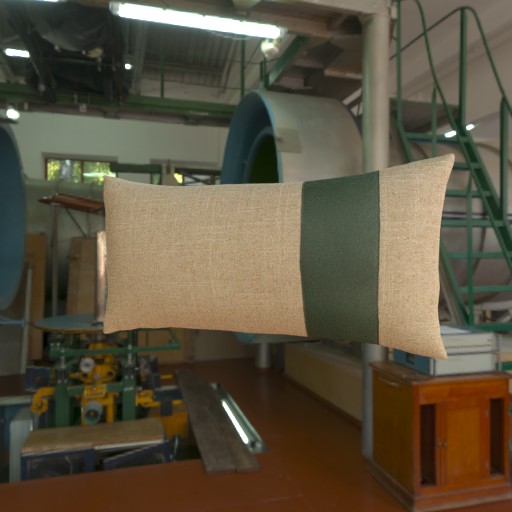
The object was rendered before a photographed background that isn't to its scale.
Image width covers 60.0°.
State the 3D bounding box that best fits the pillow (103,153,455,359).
[{"bbox_3d":[0.000,0.000,1.045,0.859,0.429,0.197,0,0,18],"label":"pillow"}]
